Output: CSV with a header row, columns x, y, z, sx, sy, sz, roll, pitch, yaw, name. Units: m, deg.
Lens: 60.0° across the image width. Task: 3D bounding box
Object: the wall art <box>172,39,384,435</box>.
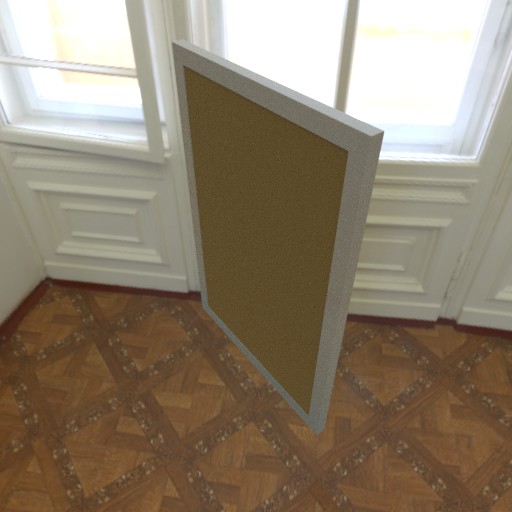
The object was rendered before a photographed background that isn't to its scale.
x,y,z,sx,sy,sz,roll,pitch,yaw,name
0.000,0.000,1.443,0.038,1.143,0.764,-26,48,-27,wall art
